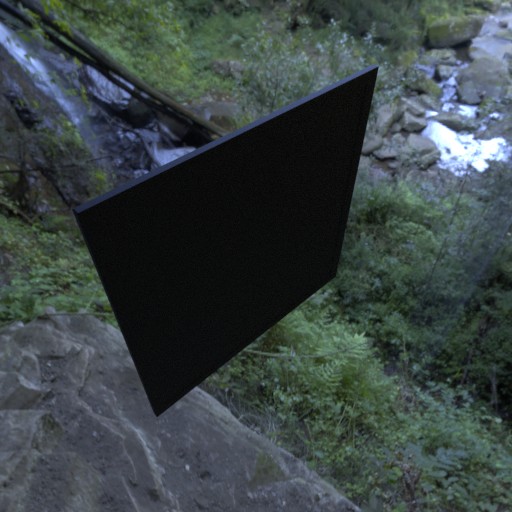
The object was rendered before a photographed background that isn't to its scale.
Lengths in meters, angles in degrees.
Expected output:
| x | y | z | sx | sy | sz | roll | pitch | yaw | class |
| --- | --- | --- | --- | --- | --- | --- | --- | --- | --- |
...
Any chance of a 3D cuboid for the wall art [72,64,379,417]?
| x | y | z | sx | sy | sz | roll | pitch | yaw | class |
| --- | --- | --- | --- | --- | --- | --- | --- | --- | --- |
| 0.000 | 0.000 | 0.839 | 0.562 | 0.558 | 0.012 | -34 | 56 | -27 | wall art |
